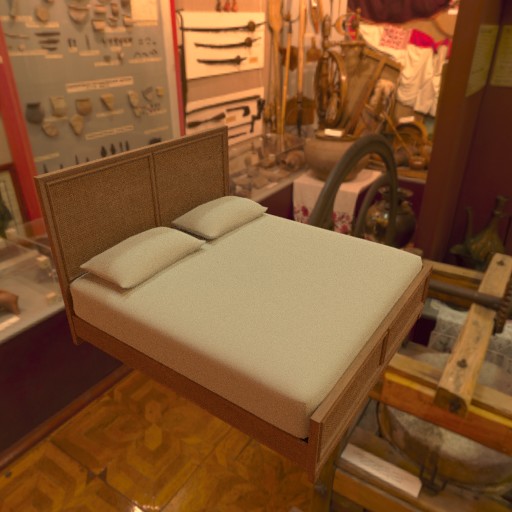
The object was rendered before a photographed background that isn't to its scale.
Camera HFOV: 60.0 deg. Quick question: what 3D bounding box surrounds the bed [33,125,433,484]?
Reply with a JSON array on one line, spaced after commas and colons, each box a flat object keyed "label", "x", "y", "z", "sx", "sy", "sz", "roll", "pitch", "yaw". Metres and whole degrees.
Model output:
[{"label": "bed", "x": 0.000, "y": 0.000, "z": 3.419, "sx": 2.184, "sy": 1.387, "sz": 2.003, "roll": 18, "pitch": 33, "yaw": 30}]
